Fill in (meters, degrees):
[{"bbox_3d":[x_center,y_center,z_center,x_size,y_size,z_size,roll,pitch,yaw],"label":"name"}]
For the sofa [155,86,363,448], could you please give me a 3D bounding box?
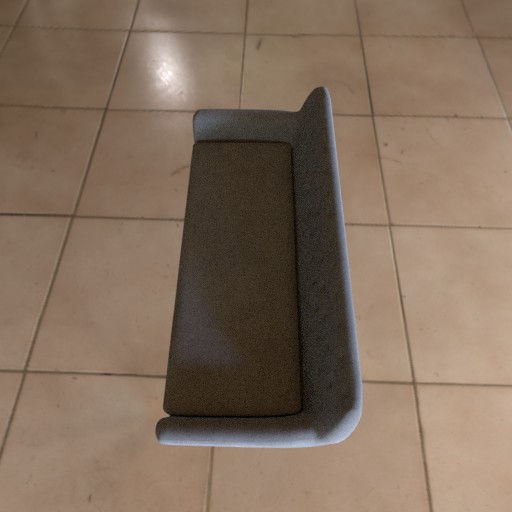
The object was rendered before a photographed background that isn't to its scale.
[{"bbox_3d":[0.000,0.000,2.429,0.830,0.830,1.970,1,59,0],"label":"sofa"}]
